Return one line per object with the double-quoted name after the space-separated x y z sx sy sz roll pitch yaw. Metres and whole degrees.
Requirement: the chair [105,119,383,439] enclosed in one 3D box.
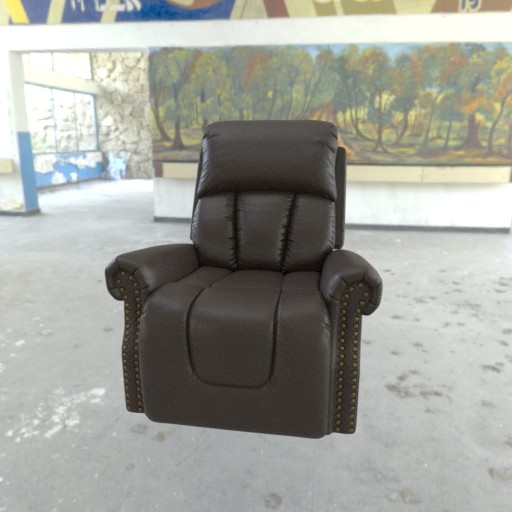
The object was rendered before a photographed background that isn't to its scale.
0.000 0.000 1.700 0.869 1.028 0.978 2 15 9 "chair"
